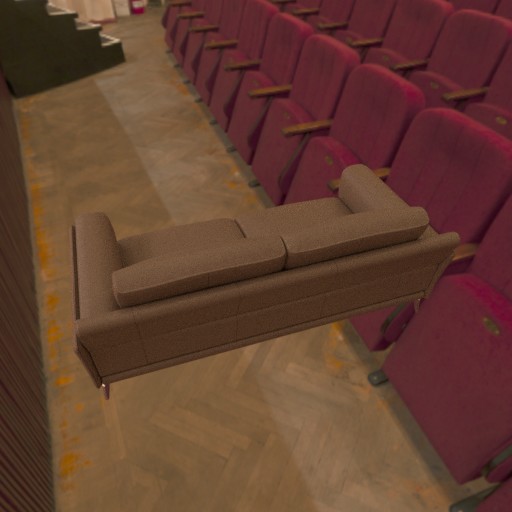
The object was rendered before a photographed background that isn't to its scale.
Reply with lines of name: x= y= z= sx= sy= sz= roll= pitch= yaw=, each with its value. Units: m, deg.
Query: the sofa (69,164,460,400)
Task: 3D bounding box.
sofa: x=0.000 y=0.000 z=2.700 sx=2.101 sy=0.930 sz=1.049 roll=-13 pitch=42 yaw=-14
